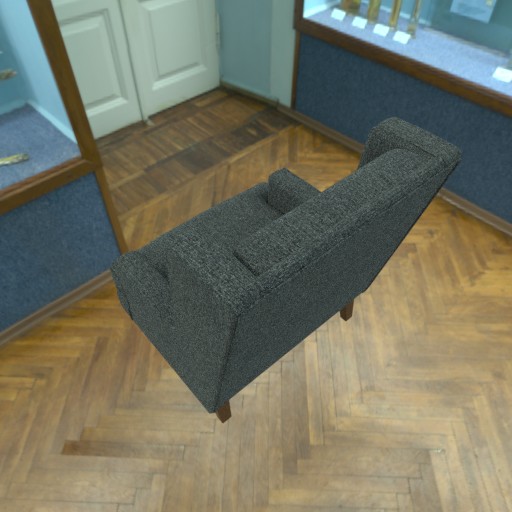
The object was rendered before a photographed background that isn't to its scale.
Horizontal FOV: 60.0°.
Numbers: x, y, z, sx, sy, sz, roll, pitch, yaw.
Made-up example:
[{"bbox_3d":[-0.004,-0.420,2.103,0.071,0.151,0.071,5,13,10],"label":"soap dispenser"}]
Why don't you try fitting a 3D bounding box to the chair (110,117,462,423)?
[{"bbox_3d":[0.000,0.000,1.801,0.942,1.082,0.927,-33,56,-26],"label":"chair"}]
